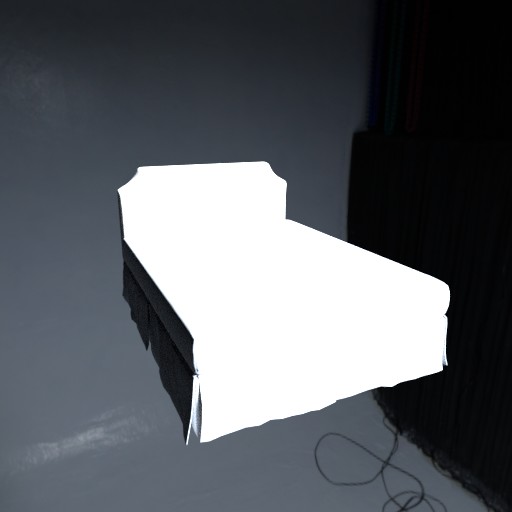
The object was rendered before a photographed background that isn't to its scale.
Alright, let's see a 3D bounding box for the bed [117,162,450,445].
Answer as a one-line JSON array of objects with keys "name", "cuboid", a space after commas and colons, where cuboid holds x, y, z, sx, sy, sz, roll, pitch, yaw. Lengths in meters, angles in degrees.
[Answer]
[{"name": "bed", "cuboid": [0.000, 0.000, 3.700, 1.977, 1.293, 2.498, -8, 19, -24]}]
